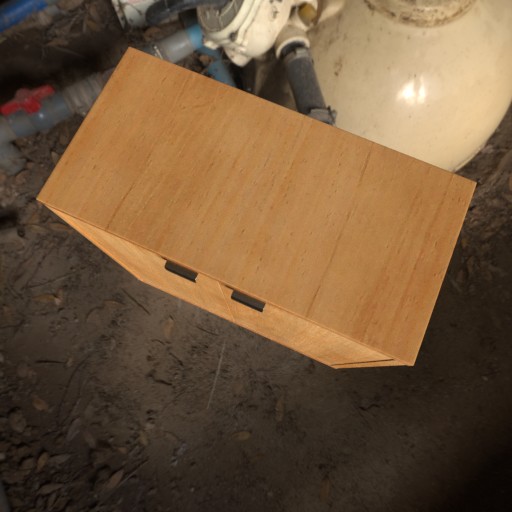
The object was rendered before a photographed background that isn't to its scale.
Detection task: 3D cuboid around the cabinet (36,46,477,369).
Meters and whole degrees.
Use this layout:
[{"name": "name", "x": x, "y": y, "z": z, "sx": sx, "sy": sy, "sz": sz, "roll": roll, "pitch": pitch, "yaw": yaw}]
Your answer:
[{"name": "cabinet", "x": 0.000, "y": 0.000, "z": 1.378, "sx": 0.800, "sy": 1.001, "sz": 0.419, "roll": 23, "pitch": 77, "yaw": 6}]
